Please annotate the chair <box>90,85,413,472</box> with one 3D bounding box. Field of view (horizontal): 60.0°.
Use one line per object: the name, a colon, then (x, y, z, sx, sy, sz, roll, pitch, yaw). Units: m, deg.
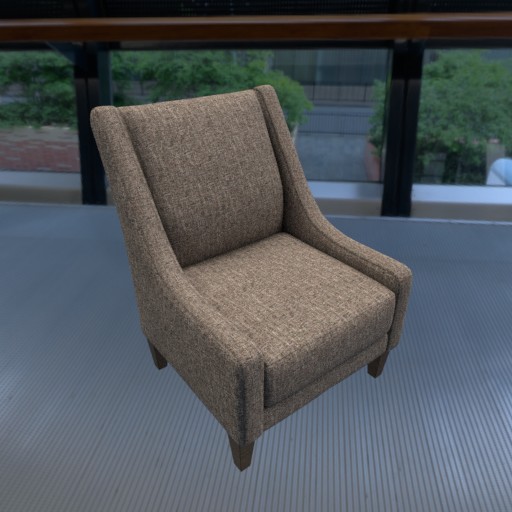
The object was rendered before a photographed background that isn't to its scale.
chair: (0.000, 0.000, 1.613, 0.774, 1.014, 0.870, -21, 36, -32)
